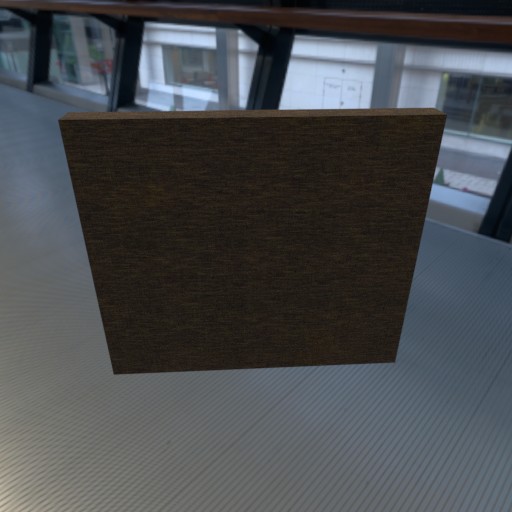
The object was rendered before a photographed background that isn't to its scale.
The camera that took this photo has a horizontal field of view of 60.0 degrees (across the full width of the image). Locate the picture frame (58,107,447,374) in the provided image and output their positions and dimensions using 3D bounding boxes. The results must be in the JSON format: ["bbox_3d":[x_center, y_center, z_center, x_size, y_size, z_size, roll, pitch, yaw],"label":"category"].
[{"bbox_3d":[0.000,0.000,0.527,0.378,0.330,0.033,-2,30,-3],"label":"picture frame"}]
